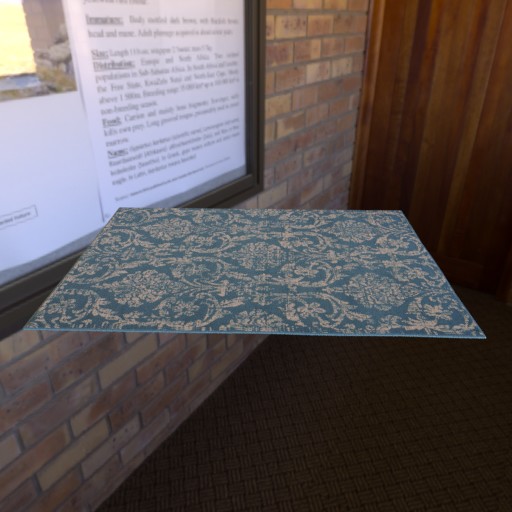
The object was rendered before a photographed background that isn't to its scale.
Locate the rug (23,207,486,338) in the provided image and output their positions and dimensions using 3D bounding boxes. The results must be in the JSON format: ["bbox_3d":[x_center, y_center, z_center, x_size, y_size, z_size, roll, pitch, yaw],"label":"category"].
[{"bbox_3d":[0.000,0.000,2.788,2.205,0.012,1.554,1,28,2],"label":"rug"}]
